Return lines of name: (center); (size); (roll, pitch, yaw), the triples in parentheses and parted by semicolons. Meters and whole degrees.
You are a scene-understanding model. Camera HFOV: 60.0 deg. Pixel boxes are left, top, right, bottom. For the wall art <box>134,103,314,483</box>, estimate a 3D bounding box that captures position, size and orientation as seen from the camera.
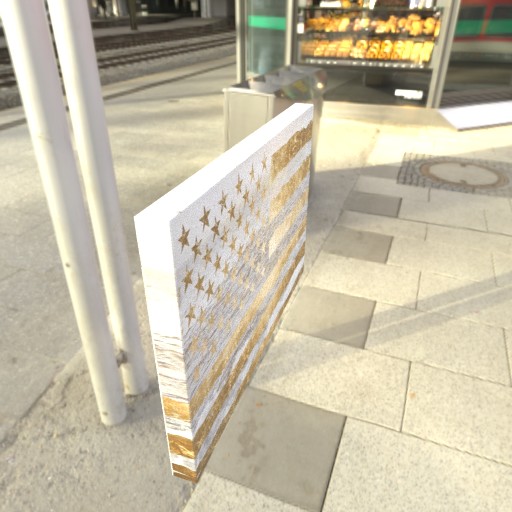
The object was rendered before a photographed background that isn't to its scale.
wall art: (0.000, 0.000, 0.778); (0.041, 0.407, 0.606); (10, 31, 17)
